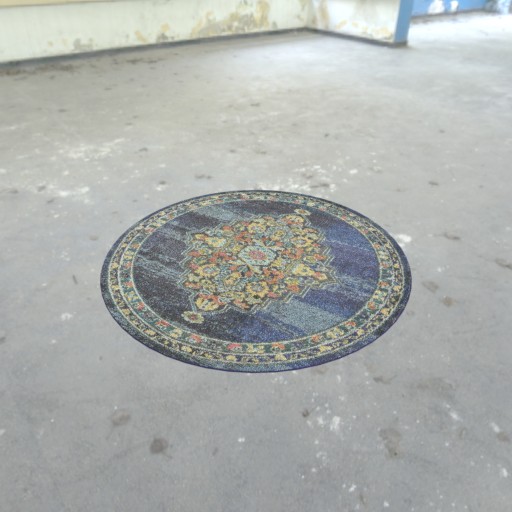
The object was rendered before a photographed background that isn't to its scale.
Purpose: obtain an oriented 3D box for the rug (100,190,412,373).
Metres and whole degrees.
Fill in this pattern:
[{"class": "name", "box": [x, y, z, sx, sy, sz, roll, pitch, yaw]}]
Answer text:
[{"class": "rug", "box": [0.000, 0.000, 3.532, 2.386, 0.014, 2.386, 0, 34, 0]}]
